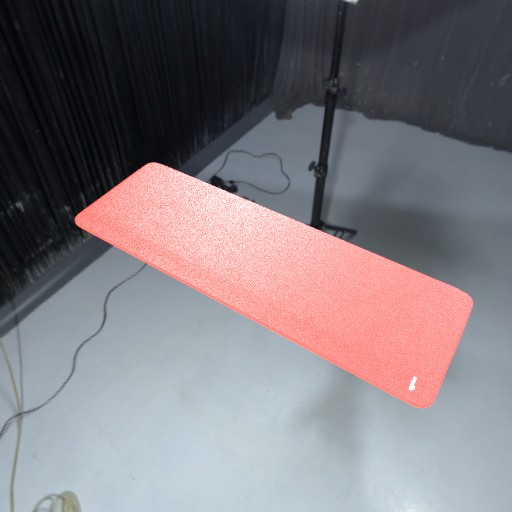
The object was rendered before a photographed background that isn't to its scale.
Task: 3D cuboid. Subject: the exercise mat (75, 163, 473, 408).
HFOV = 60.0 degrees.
[{"bbox_3d":[0.000,0.000,2.089,1.869,0.021,0.616,25,52,22],"label":"exercise mat"}]
